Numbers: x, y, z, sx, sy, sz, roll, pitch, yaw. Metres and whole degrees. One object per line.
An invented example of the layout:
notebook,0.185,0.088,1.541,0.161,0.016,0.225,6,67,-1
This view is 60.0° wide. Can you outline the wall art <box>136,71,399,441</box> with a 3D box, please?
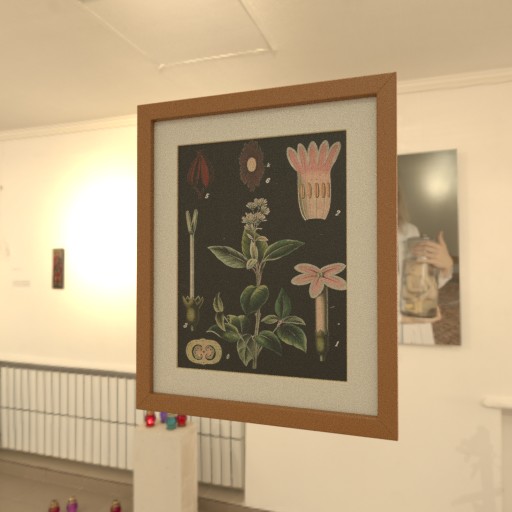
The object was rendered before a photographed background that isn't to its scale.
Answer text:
wall art,0.000,0.000,0.509,0.310,0.379,0.015,0,-1,18
